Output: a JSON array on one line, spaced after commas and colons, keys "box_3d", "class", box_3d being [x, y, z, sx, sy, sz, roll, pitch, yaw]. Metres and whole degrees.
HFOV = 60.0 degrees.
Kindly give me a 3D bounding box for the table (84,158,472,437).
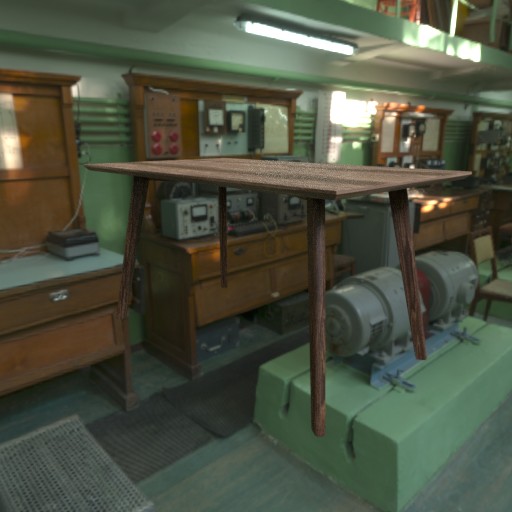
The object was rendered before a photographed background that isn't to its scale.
[{"box_3d": [0.000, 0.000, 1.845, 0.801, 0.724, 1.349, -14, 21, -42], "class": "table"}]
